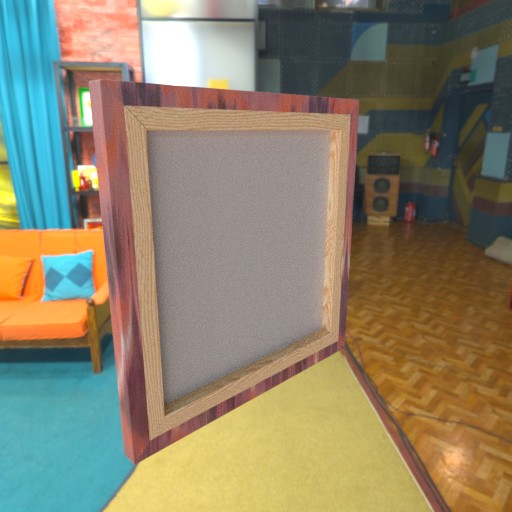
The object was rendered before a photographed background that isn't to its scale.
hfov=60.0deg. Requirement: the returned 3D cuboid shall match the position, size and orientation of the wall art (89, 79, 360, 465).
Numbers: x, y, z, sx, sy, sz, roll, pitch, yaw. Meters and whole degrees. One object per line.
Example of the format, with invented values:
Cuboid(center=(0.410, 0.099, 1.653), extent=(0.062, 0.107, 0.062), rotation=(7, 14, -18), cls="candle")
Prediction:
Cuboid(center=(0.000, 0.000, 0.878), extent=(0.603, 0.609, 0.037), rotation=(-15, 22, -42), cls="wall art")
